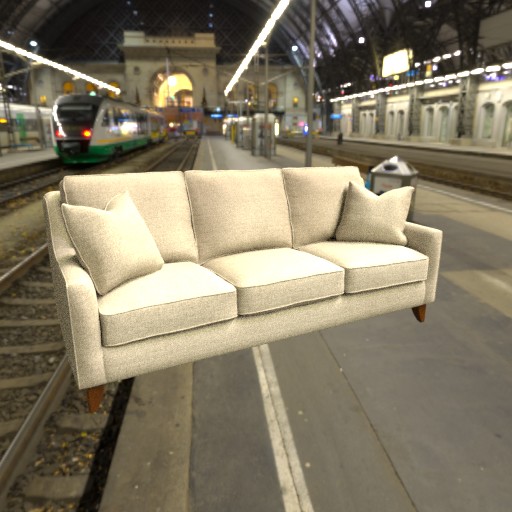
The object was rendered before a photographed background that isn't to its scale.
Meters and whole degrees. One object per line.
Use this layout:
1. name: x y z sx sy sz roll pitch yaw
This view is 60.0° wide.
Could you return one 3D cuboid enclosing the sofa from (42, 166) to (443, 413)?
1. sofa: 0.000 0.000 2.444 2.031 0.914 0.865 -8 18 -26
